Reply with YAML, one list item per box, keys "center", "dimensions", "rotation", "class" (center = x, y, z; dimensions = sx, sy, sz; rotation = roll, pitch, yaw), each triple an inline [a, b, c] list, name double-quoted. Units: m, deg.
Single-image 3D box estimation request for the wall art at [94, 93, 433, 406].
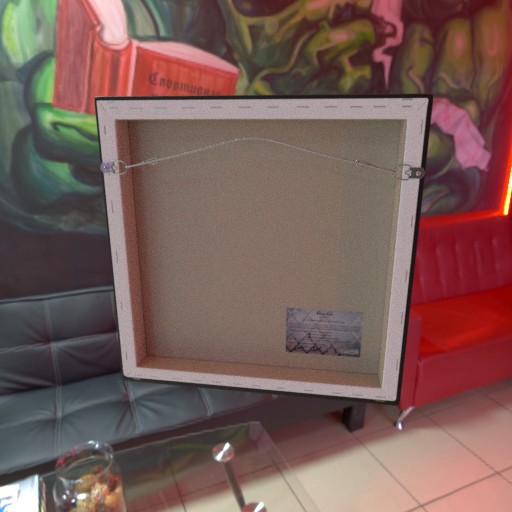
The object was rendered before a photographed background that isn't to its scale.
- center: [0.000, 0.000, 0.597]
  dimensions: [0.406, 0.407, 0.041]
  rotation: [3, 17, 9]
  class: "wall art"
